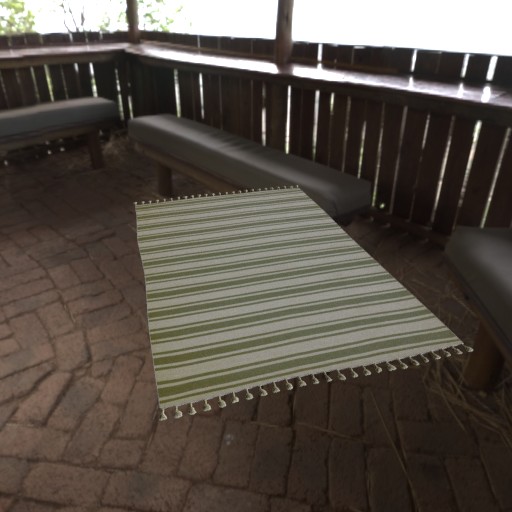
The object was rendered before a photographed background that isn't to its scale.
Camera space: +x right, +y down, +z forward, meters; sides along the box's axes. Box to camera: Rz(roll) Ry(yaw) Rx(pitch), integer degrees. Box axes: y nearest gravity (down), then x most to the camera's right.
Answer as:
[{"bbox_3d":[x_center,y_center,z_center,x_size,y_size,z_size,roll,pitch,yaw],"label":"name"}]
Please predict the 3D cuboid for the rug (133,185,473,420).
[{"bbox_3d":[0.000,0.000,2.296,1.162,0.013,1.875,-8,30,-14],"label":"rug"}]
